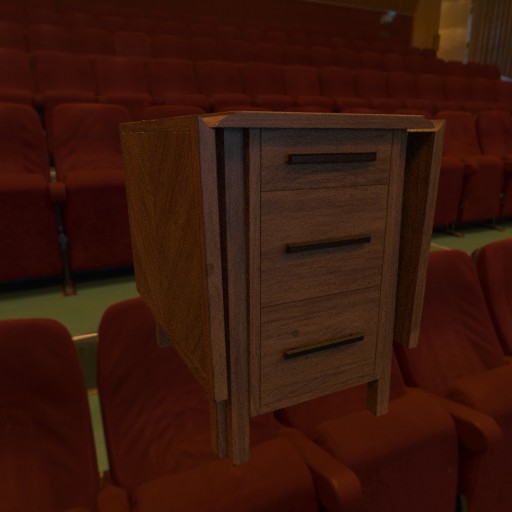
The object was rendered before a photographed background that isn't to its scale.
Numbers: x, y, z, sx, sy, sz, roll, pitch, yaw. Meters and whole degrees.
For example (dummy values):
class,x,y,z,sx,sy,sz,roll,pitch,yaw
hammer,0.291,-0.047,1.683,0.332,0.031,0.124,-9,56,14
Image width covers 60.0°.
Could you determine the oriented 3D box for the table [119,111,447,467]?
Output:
class,x,y,z,sx,sy,sz,roll,pitch,yaw
table,0.000,0.000,1.293,0.591,0.763,0.746,-7,17,-25
